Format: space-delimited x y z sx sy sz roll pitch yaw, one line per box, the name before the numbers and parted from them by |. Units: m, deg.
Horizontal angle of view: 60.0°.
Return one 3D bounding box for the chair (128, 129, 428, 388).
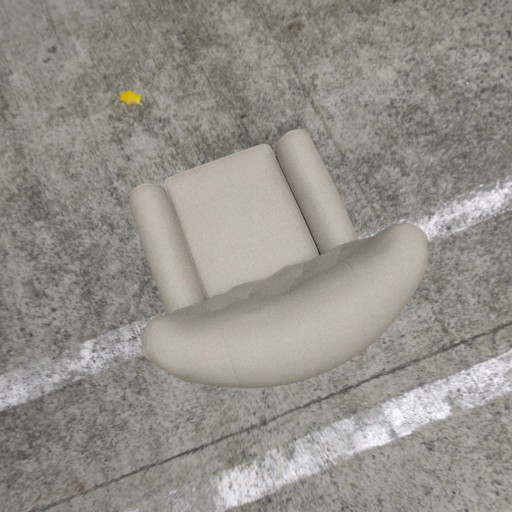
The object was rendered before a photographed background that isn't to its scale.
chair | 0.000 0.000 1.897 0.943 1.158 1.059 -21 76 -6
